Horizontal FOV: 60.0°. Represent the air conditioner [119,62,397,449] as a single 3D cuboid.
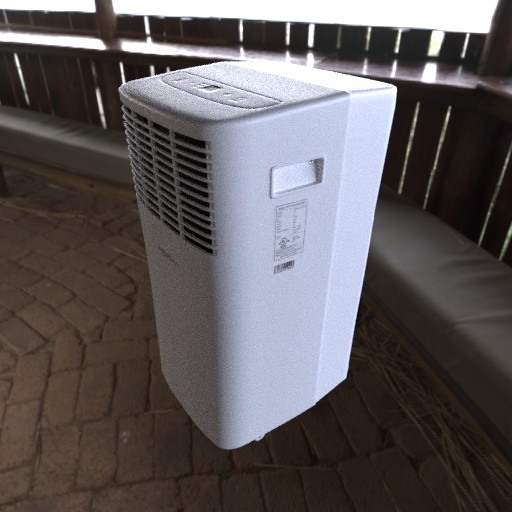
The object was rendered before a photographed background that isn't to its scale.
[{"bbox_3d":[0.000,0.000,0.796,0.349,0.606,0.304,-21,38,-30],"label":"air conditioner"}]
